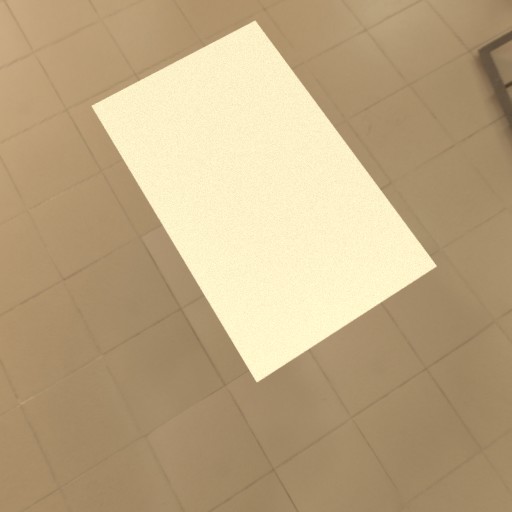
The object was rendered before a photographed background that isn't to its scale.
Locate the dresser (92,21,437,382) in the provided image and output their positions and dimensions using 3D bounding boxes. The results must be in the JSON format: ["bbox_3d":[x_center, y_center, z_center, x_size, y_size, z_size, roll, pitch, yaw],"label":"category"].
[{"bbox_3d":[0.000,0.000,1.453,0.400,1.190,0.650,-31,78,-7],"label":"dresser"}]
